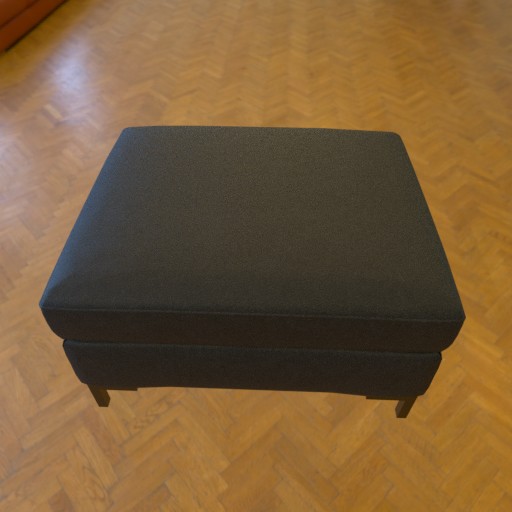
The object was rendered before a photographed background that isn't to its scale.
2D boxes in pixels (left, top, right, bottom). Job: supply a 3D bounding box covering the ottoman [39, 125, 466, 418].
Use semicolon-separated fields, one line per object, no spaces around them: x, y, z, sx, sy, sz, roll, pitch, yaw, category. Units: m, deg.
0.000;0.000;1.714;1.187;0.696;0.967;2;45;2;ottoman
